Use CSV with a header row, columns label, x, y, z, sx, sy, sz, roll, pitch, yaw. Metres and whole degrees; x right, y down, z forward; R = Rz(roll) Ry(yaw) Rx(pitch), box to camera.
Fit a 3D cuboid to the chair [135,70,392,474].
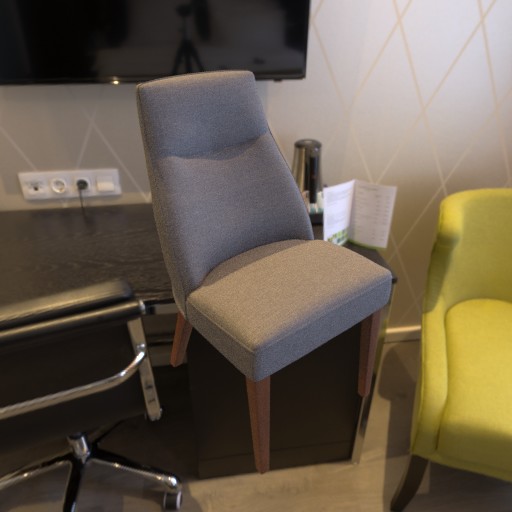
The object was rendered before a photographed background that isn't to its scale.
label,x,y,z,sx,sy,sz,roll,pitch,yaw
chair,0.000,0.000,1.289,0.500,0.930,0.620,-22,38,-32
